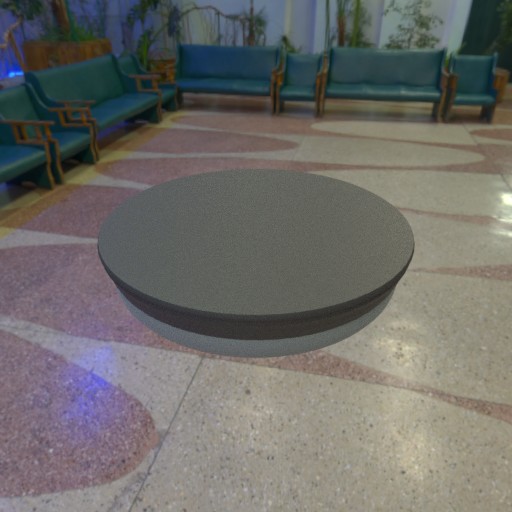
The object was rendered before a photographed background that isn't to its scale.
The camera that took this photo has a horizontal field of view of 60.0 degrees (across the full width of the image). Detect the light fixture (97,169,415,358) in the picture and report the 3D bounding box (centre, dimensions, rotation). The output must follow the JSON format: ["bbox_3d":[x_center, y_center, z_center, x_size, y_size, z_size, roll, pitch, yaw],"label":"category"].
[{"bbox_3d":[0.000,0.000,0.561,0.368,0.100,0.368,0,31,0],"label":"light fixture"}]
